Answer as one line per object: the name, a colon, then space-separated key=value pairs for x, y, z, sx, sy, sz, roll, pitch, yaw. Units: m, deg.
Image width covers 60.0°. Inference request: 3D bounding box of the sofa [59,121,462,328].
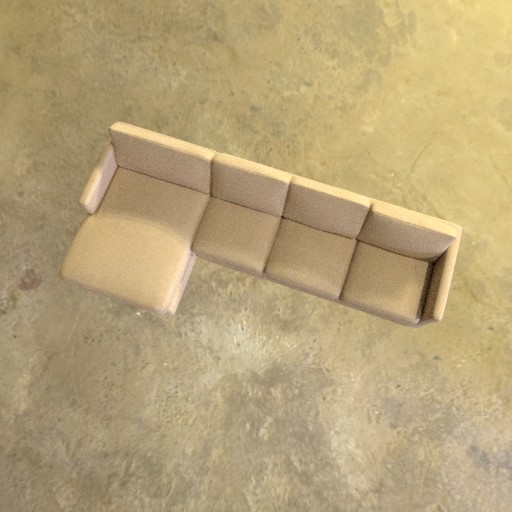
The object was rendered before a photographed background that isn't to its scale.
sofa: x=0.000 y=0.000 z=3.899 sx=3.201 sy=0.876 sz=1.502 roll=18 pitch=75 yaw=5
